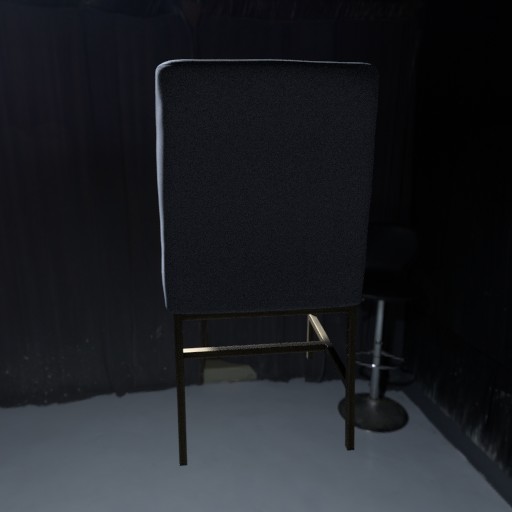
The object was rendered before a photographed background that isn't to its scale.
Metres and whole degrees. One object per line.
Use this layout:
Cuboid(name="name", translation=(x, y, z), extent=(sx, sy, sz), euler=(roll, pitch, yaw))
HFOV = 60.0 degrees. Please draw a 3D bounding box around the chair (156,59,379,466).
Cuboid(name="chair", translation=(0.000, 0.000, 1.199), extent=(0.508, 0.889, 0.587), euler=(-2, 14, -7))
